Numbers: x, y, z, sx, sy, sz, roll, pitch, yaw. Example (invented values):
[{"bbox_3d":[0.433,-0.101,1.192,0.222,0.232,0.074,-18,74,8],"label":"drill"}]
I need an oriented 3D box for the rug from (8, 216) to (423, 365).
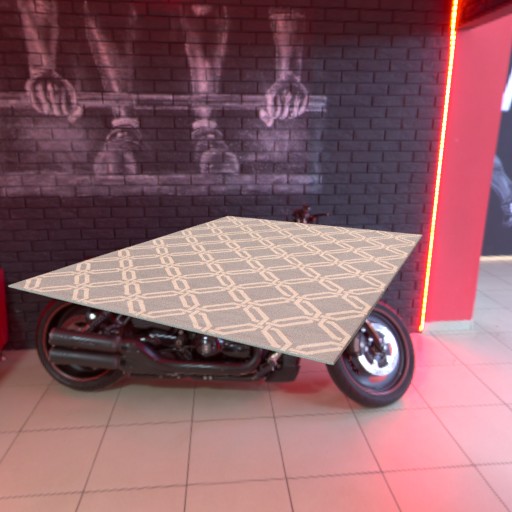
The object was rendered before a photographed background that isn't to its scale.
[{"bbox_3d":[0.000,0.000,3.732,2.288,0.018,2.895,8,17,26],"label":"rug"}]
